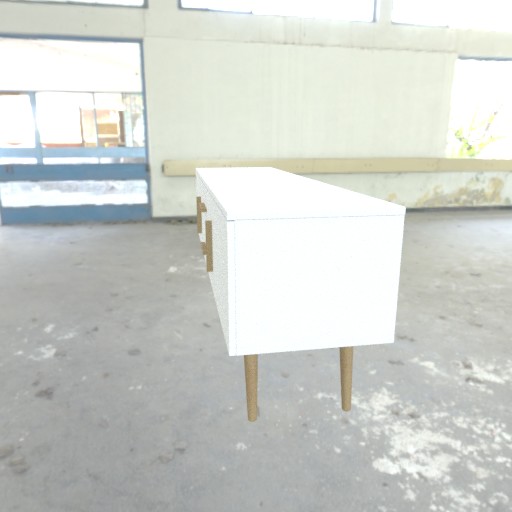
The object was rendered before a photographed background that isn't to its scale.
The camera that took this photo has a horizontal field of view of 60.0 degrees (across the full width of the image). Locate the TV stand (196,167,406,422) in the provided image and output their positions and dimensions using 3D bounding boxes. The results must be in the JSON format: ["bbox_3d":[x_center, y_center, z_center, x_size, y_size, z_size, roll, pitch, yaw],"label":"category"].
[{"bbox_3d":[0.000,0.000,1.644,0.401,0.560,1.398,-3,15,-10],"label":"TV stand"}]
